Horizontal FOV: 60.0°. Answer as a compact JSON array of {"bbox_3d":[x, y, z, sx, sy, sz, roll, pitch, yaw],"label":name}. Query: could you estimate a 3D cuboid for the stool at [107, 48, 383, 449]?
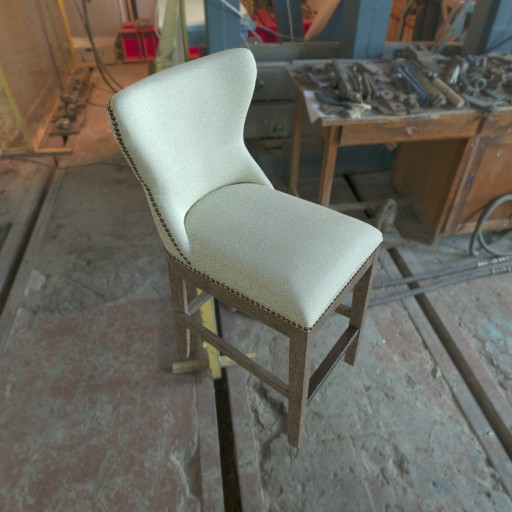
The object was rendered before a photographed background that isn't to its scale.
[{"bbox_3d":[0.000,0.000,1.297,0.608,0.981,0.498,25,47,27],"label":"stool"}]
